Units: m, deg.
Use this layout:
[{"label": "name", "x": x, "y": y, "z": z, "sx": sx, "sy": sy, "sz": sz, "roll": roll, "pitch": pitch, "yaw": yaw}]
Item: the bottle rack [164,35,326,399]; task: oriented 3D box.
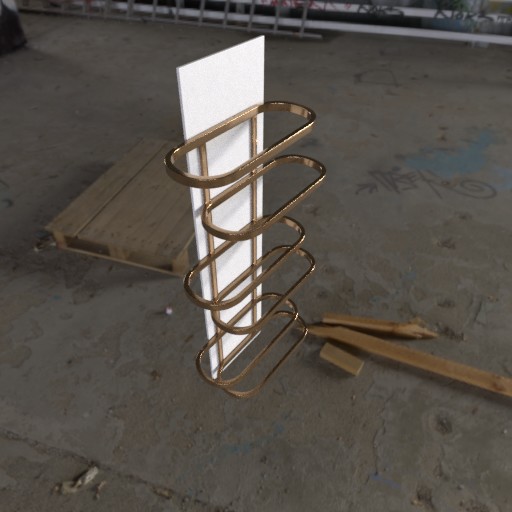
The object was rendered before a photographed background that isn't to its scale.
[{"label": "bottle rack", "x": 0.000, "y": 0.000, "z": 0.830, "sx": 0.118, "sy": 0.709, "sz": 0.332, "roll": 27, "pitch": 48, "yaw": 27}]
